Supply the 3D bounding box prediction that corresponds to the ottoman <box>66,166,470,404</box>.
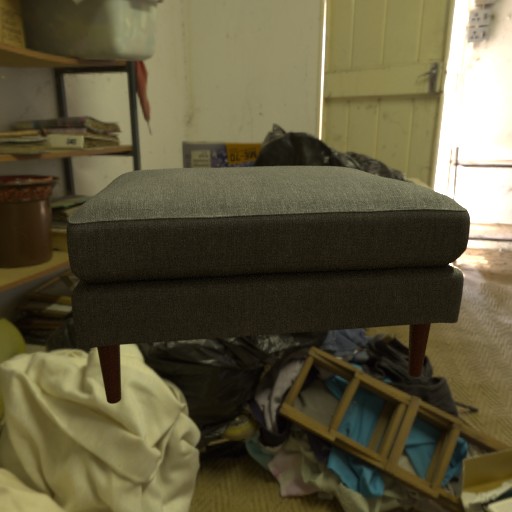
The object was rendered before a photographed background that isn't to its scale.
[{"bbox_3d":[0.000,0.000,1.224,0.821,0.474,0.693,-2,16,-8],"label":"ottoman"}]
